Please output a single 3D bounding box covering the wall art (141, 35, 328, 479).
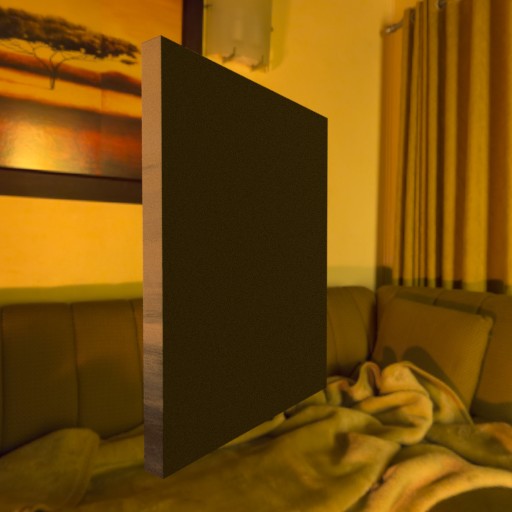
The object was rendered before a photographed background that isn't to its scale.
[{"bbox_3d":[0.000,0.000,0.816,0.040,0.608,0.489,1,2,36],"label":"wall art"}]
